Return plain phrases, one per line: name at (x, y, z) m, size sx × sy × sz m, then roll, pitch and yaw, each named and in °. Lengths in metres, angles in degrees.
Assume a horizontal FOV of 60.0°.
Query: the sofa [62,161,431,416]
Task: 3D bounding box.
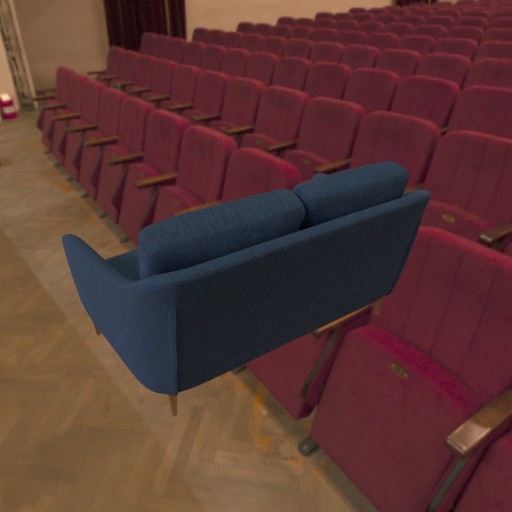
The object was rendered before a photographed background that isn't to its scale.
sofa at (0.000, 0.000, 2.234) m, size 1.619 × 0.902 × 0.960 m, roll -19°, pitch 36°, yaw -29°
